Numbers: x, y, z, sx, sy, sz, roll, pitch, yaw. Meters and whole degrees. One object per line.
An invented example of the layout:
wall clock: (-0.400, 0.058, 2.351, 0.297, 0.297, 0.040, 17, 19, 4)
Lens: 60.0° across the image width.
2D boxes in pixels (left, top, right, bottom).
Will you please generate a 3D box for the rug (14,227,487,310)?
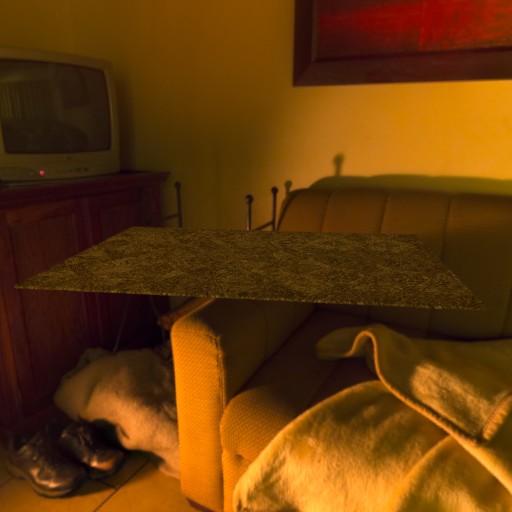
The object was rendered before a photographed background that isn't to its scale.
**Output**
rug: (0.000, 0.000, 2.229, 1.808, 0.011, 1.189, 2, 16, 7)
